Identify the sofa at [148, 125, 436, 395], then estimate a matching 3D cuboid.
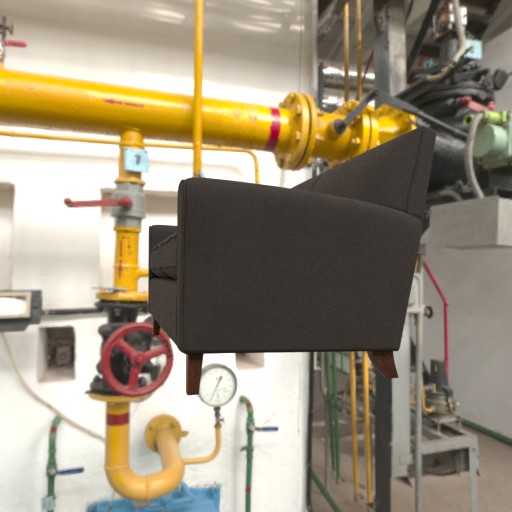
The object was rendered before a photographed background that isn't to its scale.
[{"bbox_3d":[0.000,0.000,2.002,0.871,0.846,1.420,1,-2,-17],"label":"sofa"}]
